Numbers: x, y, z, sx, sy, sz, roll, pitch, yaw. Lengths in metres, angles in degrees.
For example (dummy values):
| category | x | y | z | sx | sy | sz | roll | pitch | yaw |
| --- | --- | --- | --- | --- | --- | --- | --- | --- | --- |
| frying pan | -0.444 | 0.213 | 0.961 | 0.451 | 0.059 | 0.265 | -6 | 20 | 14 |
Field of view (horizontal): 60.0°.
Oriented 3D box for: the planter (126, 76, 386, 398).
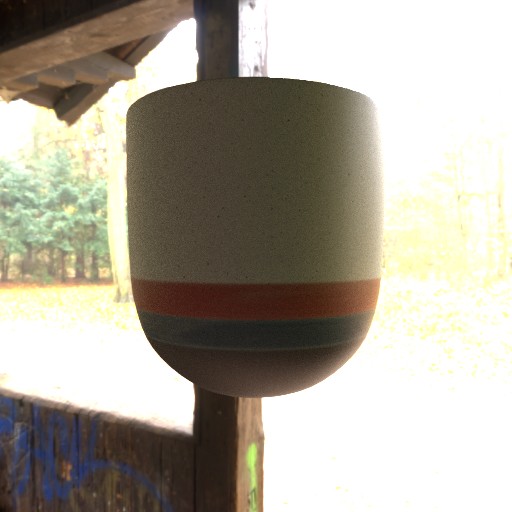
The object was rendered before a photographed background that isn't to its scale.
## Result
| category | x | y | z | sx | sy | sz | roll | pitch | yaw |
| --- | --- | --- | --- | --- | --- | --- | --- | --- | --- |
| planter | 0.000 | 0.000 | 0.363 | 0.204 | 0.214 | 0.204 | 0 | 1 | 0 |
